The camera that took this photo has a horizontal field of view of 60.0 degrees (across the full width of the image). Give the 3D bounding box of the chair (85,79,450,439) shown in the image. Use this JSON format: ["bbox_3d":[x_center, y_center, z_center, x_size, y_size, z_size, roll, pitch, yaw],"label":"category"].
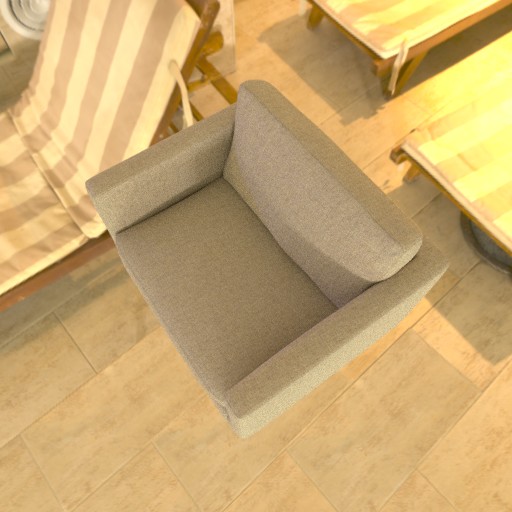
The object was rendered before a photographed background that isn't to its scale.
[{"bbox_3d":[0.000,0.000,1.878,0.959,0.961,1.107,-32,67,-15],"label":"chair"}]
